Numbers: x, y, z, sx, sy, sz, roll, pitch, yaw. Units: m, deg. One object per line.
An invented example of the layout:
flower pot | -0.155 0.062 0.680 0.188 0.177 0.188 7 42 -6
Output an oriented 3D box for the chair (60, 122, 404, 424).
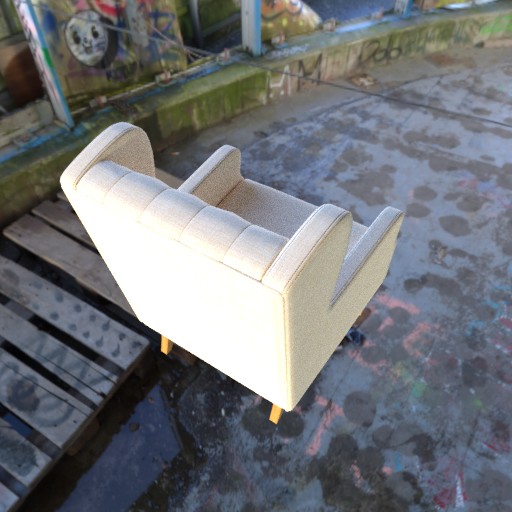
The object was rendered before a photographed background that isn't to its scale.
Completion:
chair | 0.000 0.000 1.446 0.710 0.930 0.760 26 52 22
